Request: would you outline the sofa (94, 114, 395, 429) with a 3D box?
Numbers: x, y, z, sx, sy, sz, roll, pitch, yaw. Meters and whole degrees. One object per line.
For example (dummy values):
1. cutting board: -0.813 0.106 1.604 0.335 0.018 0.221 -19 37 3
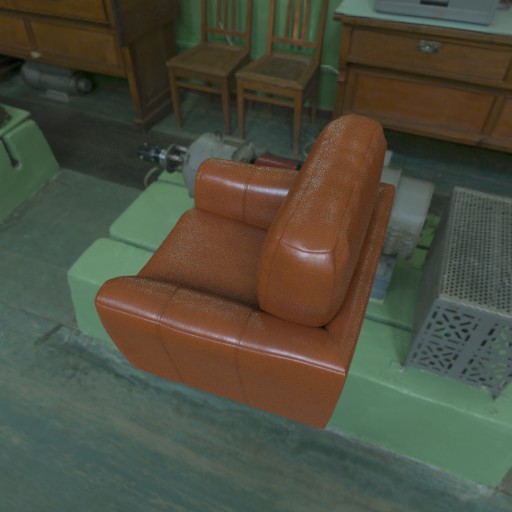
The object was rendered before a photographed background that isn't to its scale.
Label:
1. sofa: 0.000 0.000 1.512 0.789 0.876 0.836 15 48 14
